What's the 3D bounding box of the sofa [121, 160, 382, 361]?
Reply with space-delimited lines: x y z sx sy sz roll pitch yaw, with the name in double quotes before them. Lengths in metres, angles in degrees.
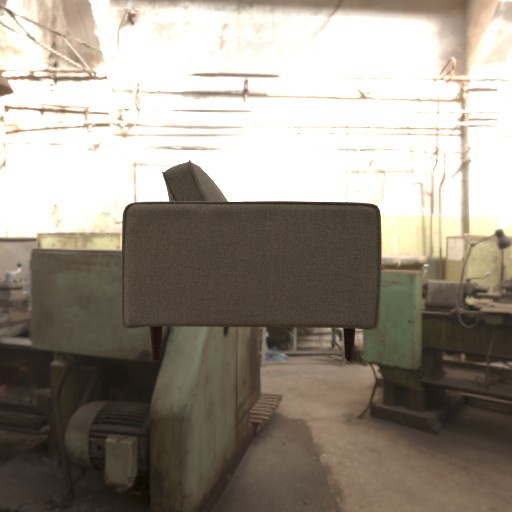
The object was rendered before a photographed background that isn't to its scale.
"sofa" 0.000 0.000 2.607 0.914 0.762 2.211 0 1 1
